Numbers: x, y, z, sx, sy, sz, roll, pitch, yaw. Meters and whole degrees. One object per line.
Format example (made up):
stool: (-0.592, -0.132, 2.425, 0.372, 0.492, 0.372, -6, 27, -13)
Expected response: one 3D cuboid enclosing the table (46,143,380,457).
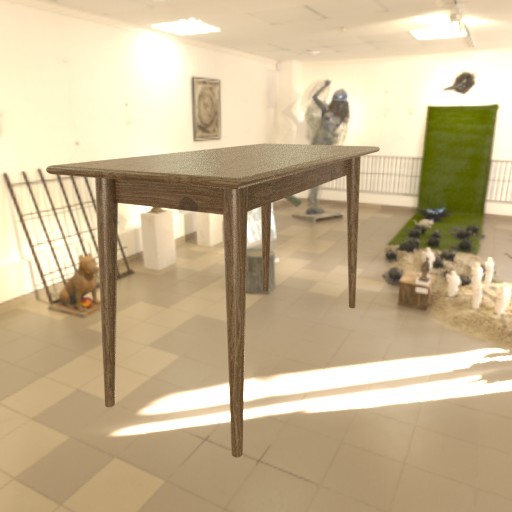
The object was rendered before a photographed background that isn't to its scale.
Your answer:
table: (0.000, 0.000, 1.727, 0.599, 0.780, 1.300, 9, 19, 26)
